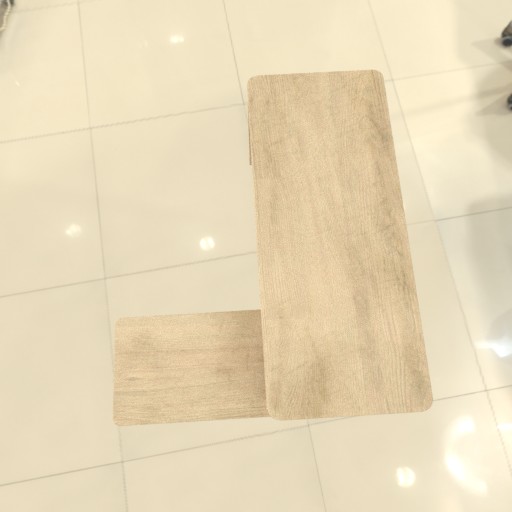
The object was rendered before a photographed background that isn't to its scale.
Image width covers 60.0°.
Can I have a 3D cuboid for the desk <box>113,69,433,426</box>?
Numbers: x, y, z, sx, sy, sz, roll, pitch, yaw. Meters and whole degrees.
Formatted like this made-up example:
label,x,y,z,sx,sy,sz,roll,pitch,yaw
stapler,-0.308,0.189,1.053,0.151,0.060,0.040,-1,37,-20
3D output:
label,x,y,z,sx,sy,sz,roll,pitch,yaw
desk,0.000,0.000,2.094,1.175,0.770,1.400,-3,75,-1
